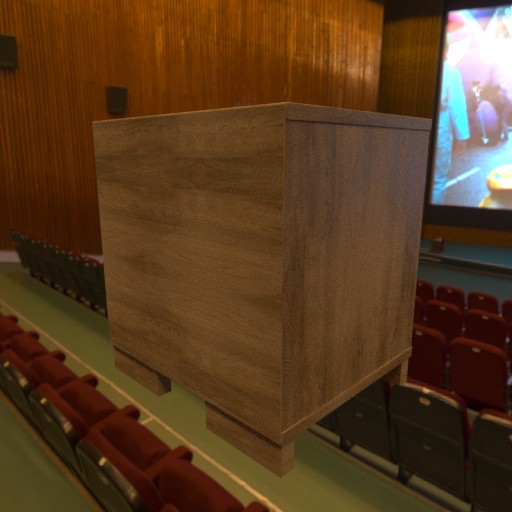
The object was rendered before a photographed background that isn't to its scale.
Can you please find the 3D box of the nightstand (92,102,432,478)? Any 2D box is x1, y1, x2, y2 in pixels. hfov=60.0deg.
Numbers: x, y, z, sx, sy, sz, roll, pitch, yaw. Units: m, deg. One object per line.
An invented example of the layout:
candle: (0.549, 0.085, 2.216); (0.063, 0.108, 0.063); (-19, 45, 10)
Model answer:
nightstand: (0.000, 0.000, 0.764); (0.427, 0.448, 0.347); (13, 18, 43)
